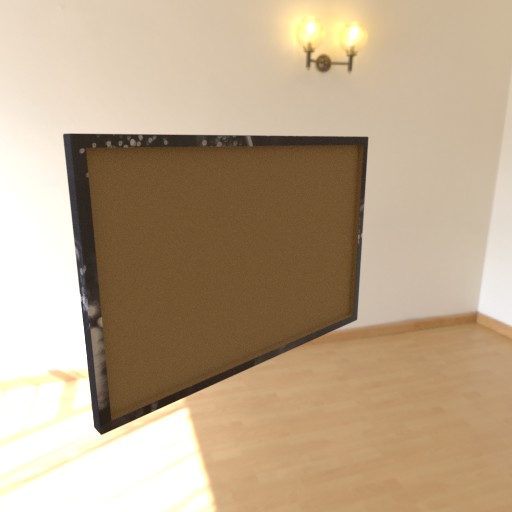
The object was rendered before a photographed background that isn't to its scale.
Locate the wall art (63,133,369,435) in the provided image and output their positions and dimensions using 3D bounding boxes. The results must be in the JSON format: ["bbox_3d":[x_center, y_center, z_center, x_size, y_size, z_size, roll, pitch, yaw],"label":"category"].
[{"bbox_3d":[0.000,0.000,1.162,0.914,0.609,0.038,-13,19,-41],"label":"wall art"}]
